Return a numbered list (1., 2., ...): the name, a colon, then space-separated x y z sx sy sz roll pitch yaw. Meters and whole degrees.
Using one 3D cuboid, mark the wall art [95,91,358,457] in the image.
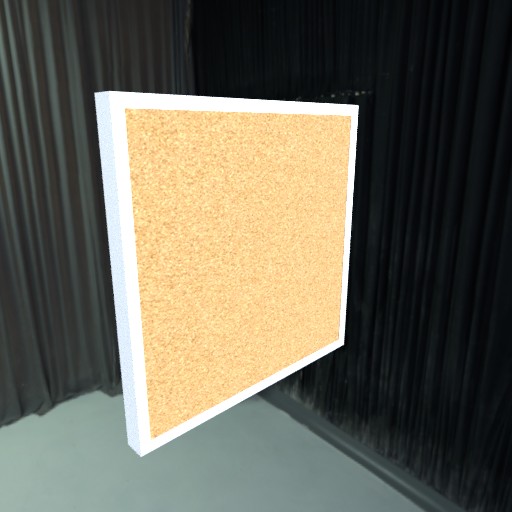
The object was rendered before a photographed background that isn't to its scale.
1. wall art: 0.000 0.000 0.763 0.506 0.505 0.038 -15 22 -42
